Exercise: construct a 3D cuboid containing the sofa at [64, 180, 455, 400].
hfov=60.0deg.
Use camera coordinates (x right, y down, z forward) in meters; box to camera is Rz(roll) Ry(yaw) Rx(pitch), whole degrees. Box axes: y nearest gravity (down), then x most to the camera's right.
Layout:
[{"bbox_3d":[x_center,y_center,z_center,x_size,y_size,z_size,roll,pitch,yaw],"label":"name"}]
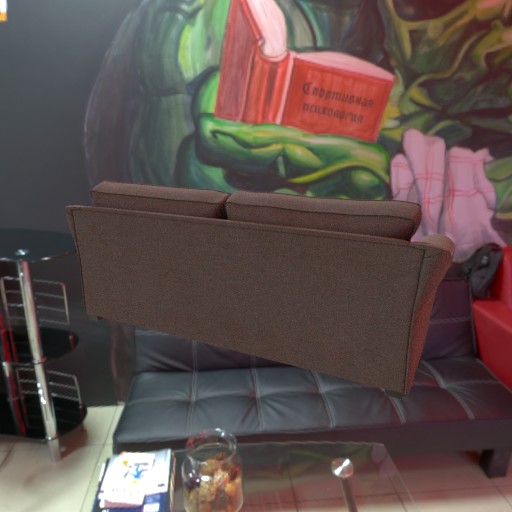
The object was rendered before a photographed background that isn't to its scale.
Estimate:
[{"bbox_3d":[0.000,0.000,2.791,2.270,0.906,0.986,8,18,26],"label":"sofa"}]
